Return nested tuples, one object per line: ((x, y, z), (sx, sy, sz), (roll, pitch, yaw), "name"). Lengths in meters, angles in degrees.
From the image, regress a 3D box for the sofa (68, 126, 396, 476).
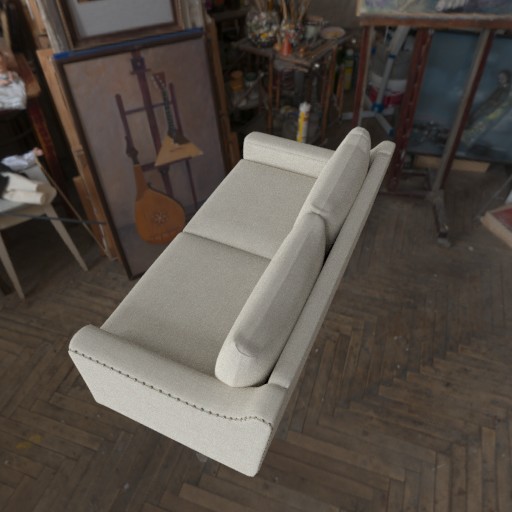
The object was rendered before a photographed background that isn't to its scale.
((0.000, 0.000, 2.705), (1.104, 0.983, 2.107), (19, 50, 17), "sofa")
